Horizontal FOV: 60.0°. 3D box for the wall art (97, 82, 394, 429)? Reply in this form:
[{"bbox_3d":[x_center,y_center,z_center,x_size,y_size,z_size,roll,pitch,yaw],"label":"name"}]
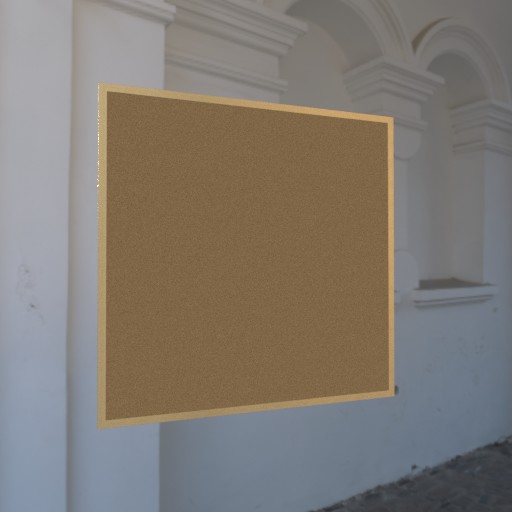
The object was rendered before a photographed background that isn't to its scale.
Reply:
[{"bbox_3d":[0.000,0.000,0.454,0.304,0.304,0.038,0,-1,-18],"label":"wall art"}]
